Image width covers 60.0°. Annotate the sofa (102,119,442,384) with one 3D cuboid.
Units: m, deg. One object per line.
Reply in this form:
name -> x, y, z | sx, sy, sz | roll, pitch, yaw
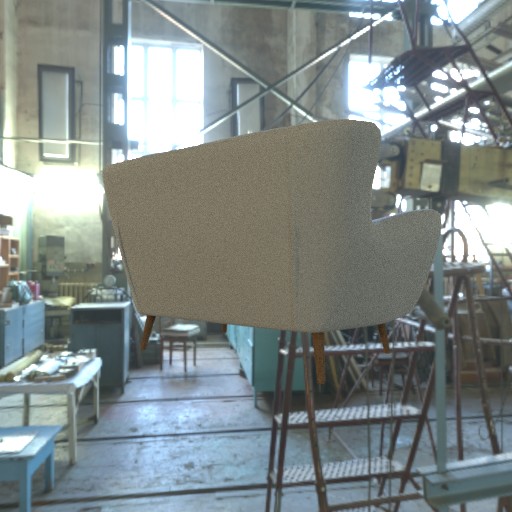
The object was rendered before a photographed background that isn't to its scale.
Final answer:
sofa -> 0.000, 0.000, 2.015 | 1.424, 0.878, 0.921 | 0, -1, 36
